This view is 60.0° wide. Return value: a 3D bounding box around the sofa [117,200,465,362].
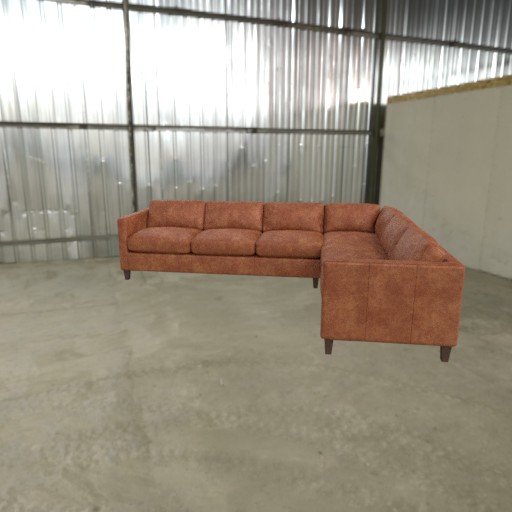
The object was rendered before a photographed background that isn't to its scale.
[{"bbox_3d":[0.000,0.000,4.352,3.167,0.838,2.438,2,14,8],"label":"sofa"}]
